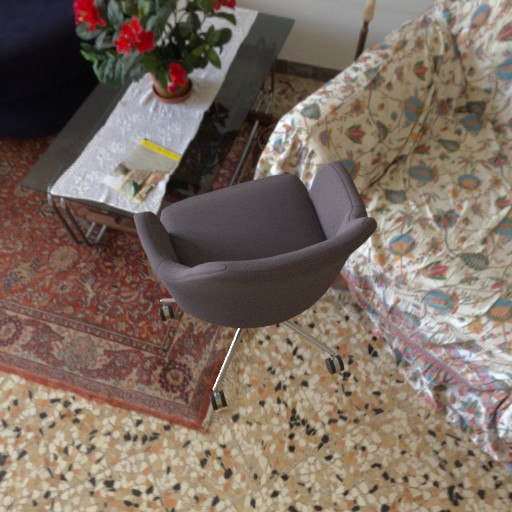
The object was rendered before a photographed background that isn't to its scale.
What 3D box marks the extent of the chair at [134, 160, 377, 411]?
[{"bbox_3d":[0.000,0.000,1.265,0.655,0.820,0.600,-16,60,-10],"label":"chair"}]
